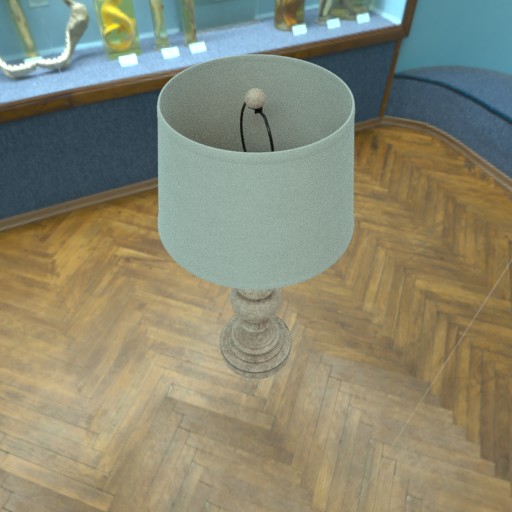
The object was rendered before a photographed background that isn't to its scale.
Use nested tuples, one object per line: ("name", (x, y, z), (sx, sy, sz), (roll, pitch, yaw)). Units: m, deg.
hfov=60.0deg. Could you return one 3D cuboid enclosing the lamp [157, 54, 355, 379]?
("lamp", (0.000, 0.000, 0.857), (0.340, 0.678, 0.340), (0, 48, 0))
